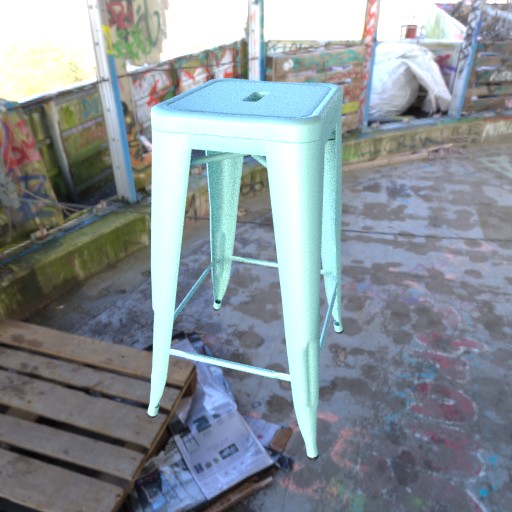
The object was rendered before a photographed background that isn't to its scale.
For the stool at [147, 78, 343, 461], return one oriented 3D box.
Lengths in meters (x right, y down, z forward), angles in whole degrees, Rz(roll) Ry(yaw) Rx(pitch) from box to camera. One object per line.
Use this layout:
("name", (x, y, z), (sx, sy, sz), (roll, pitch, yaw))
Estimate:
("stool", (0.000, 0.000, 0.874), (0.359, 0.609, 0.399), (9, 32, 14))
